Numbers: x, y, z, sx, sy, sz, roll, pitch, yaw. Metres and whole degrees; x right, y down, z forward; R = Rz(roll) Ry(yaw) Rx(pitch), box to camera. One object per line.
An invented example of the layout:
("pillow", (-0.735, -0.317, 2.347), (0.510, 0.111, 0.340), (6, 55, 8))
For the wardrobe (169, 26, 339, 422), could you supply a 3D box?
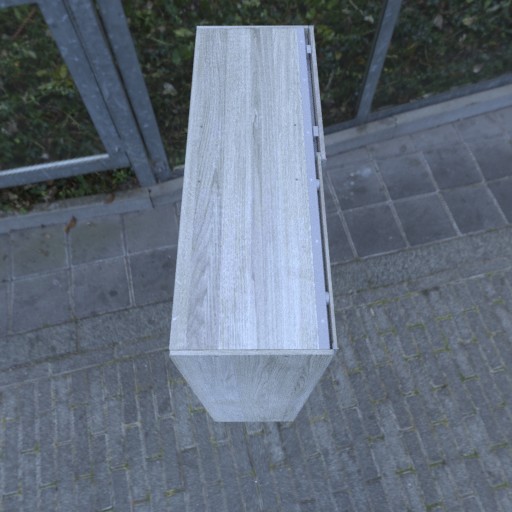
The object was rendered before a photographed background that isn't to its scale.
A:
("wardrobe", (0.000, 0.000, 2.843), (0.629, 1.960, 1.780), (0, 63, 0))
